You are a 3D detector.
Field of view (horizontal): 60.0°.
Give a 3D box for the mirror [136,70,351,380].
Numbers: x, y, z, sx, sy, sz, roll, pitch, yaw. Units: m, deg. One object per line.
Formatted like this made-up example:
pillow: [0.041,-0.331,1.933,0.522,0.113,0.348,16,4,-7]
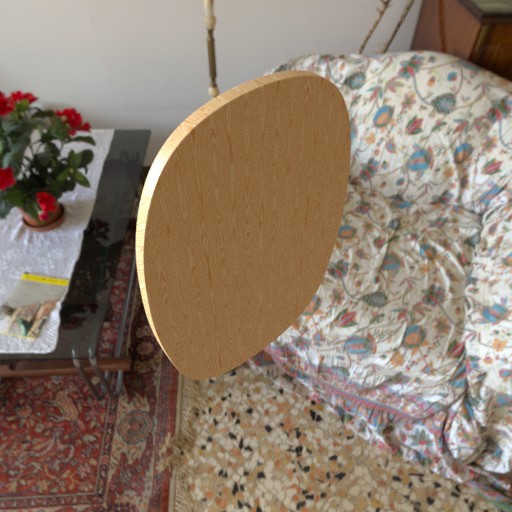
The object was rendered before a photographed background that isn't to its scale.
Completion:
mirror: [0.000,0.000,1.327,0.724,1.075,0.037,-31,55,-25]
